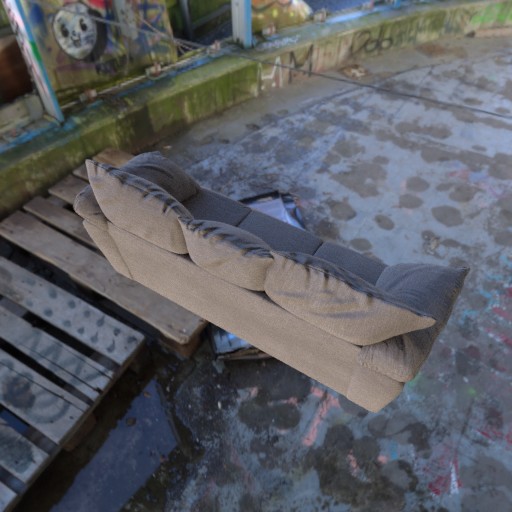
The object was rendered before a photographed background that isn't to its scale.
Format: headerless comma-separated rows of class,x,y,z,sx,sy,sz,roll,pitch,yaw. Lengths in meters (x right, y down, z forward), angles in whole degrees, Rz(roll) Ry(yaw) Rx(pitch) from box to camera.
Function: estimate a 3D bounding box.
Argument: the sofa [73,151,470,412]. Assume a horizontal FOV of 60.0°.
sofa,0.000,0.000,2.880,2.390,1.043,0.927,25,53,21
